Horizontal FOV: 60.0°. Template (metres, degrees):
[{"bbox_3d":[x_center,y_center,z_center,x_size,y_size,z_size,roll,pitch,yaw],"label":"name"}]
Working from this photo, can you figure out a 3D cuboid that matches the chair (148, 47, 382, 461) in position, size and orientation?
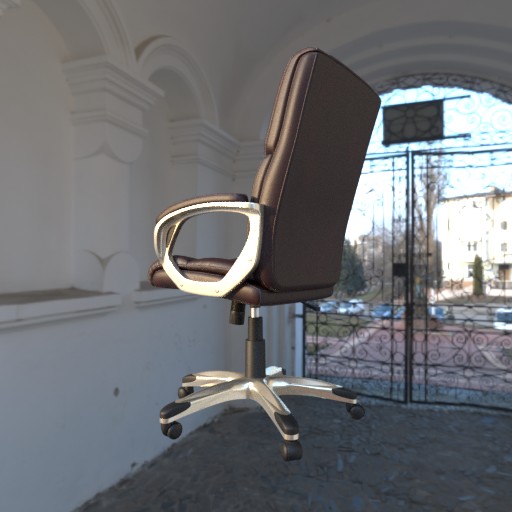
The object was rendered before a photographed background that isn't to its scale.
[{"bbox_3d":[0.000,0.000,1.526,0.739,1.107,0.662,-1,-1,37],"label":"chair"}]
